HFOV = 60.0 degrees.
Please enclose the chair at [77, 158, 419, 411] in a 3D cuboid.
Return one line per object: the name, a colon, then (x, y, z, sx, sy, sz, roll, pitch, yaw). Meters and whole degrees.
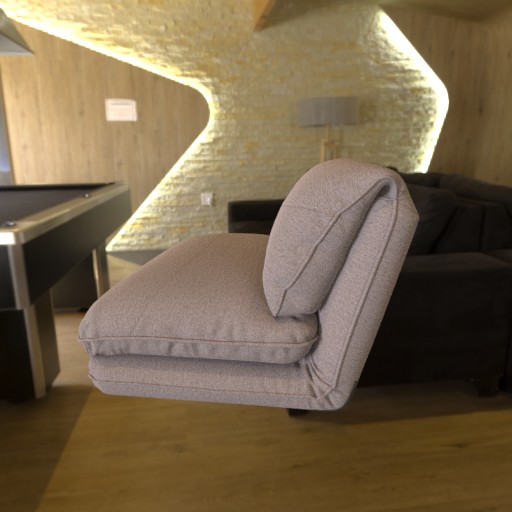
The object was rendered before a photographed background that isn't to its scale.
chair: (0.000, 0.000, 1.355, 0.780, 0.580, 0.820, 2, 14, 8)
